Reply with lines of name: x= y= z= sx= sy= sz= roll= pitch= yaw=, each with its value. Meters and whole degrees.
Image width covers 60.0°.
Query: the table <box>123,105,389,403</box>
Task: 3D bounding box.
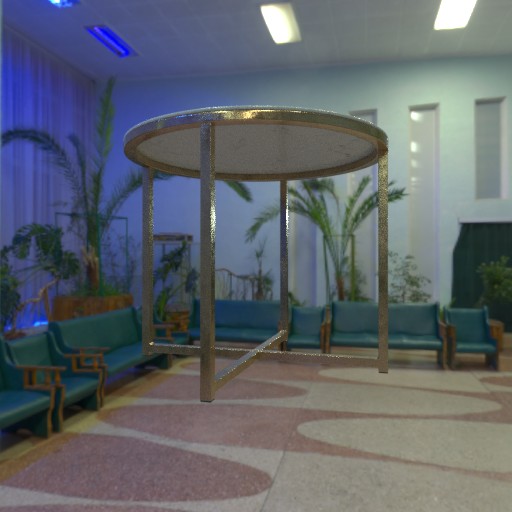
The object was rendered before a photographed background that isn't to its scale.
table: x=0.000 y=0.000 z=0.871 sx=0.500 sy=0.420 sz=0.500 roll=0 pitch=0 yaw=0
